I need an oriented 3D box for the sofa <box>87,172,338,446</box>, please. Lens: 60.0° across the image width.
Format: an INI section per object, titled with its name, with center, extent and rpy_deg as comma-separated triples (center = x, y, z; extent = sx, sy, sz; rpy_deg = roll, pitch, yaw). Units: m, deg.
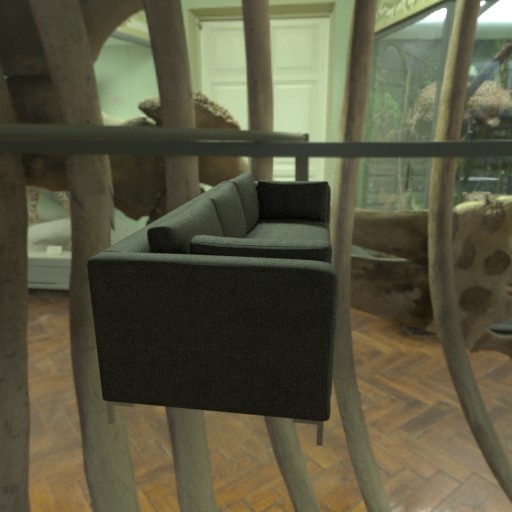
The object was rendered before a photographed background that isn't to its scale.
[sofa]
center = 0.000, 0.000, 2.872
extent = 0.969, 0.867, 2.415
rpy_deg = 2, 17, 8
